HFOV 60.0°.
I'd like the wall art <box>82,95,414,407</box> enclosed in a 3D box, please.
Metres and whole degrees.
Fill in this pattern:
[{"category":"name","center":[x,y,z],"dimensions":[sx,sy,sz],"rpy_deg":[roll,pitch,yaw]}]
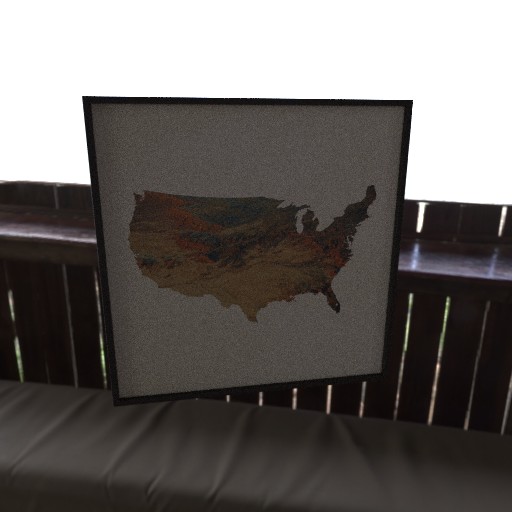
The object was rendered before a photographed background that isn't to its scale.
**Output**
[{"category":"wall art","center":[0.000,0.000,0.755],"dimensions":[0.507,0.507,0.038],"rpy_deg":[-3,16,-9]}]
